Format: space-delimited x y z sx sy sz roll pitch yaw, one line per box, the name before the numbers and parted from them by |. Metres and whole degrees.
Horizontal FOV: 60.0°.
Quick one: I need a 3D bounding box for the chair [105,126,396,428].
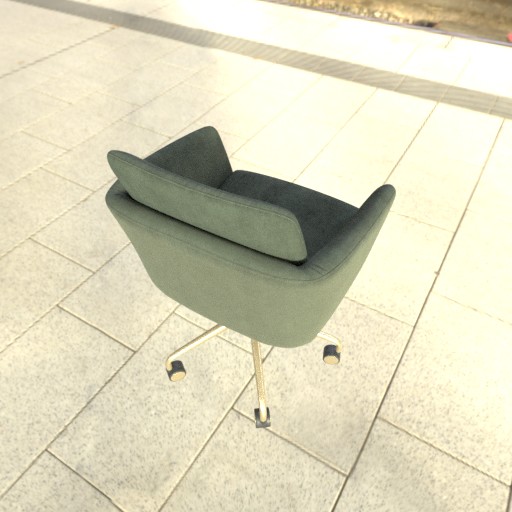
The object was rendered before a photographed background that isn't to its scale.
chair | 0.000 0.000 1.341 0.641 0.908 0.635 22 50 20
